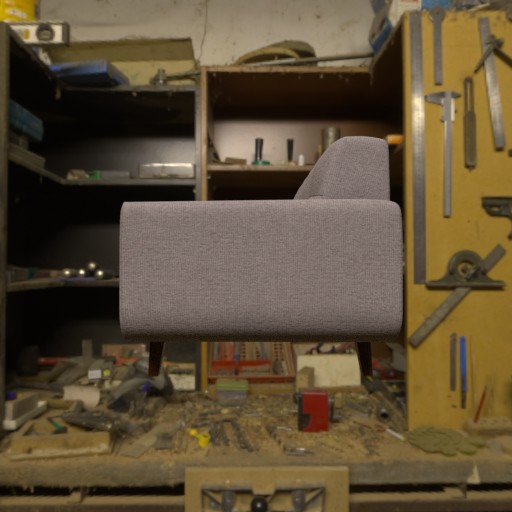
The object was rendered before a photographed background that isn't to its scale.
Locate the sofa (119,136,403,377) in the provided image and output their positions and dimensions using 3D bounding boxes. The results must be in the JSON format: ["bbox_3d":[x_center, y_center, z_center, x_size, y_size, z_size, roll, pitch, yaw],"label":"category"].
[{"bbox_3d":[0.000,0.000,2.181,0.909,0.841,1.631,0,0,0],"label":"sofa"}]
